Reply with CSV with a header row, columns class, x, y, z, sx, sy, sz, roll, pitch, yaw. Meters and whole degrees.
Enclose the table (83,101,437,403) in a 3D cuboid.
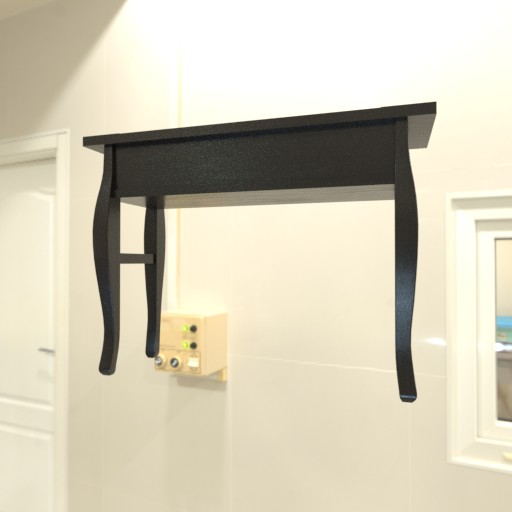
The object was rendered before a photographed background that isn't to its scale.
class,x,y,z,sx,sy,sz,roll,pitch,yaw
table,0.000,0.000,1.436,1.062,0.768,0.373,0,-1,17
